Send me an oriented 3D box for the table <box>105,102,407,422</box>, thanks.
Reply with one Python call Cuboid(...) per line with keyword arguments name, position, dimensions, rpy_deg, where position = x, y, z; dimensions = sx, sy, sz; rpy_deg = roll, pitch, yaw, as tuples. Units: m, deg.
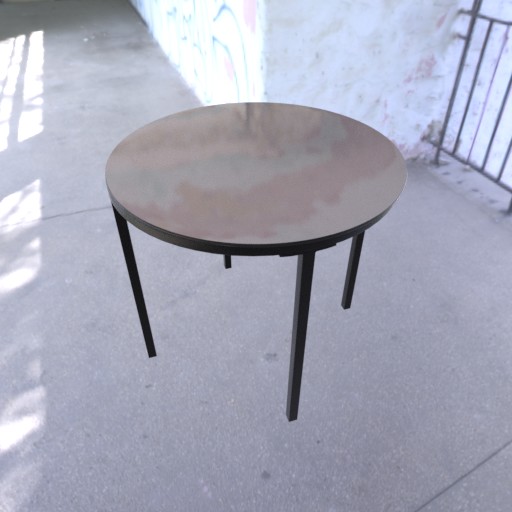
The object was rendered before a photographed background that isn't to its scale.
Cuboid(name="table", position=(0.000, 0.000, 0.894), dimensions=(0.499, 0.443, 0.499), rpy_deg=(0, 39, 0))
